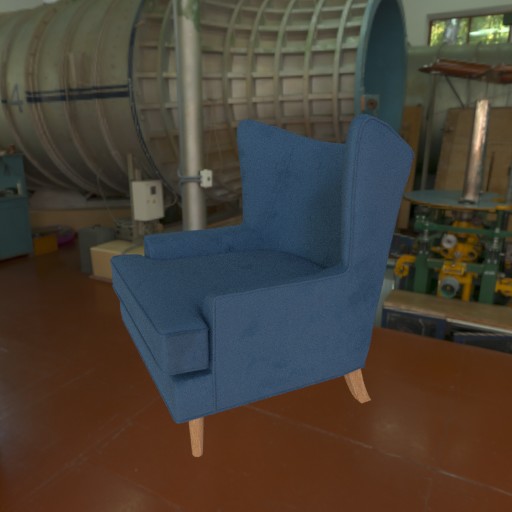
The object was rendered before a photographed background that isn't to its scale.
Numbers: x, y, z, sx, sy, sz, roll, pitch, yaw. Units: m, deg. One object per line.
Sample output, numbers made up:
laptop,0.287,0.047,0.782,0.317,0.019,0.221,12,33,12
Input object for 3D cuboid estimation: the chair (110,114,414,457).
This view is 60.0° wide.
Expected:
chair,0.000,0.000,1.587,0.910,0.952,0.793,-8,18,-26
